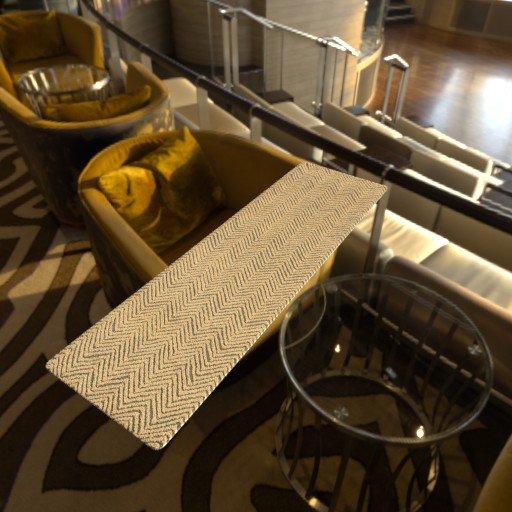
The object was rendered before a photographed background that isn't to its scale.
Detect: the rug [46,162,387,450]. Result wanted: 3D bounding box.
[{"bbox_3d":[0.000,0.000,2.503,0.686,0.008,2.286,23,45,26],"label":"rug"}]
